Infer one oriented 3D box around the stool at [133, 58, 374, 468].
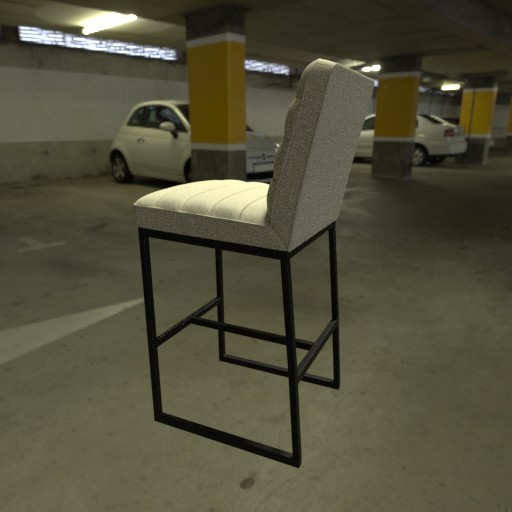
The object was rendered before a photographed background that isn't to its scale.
[{"bbox_3d":[0.000,0.000,1.351,0.560,1.040,0.460,7,18,24],"label":"stool"}]
